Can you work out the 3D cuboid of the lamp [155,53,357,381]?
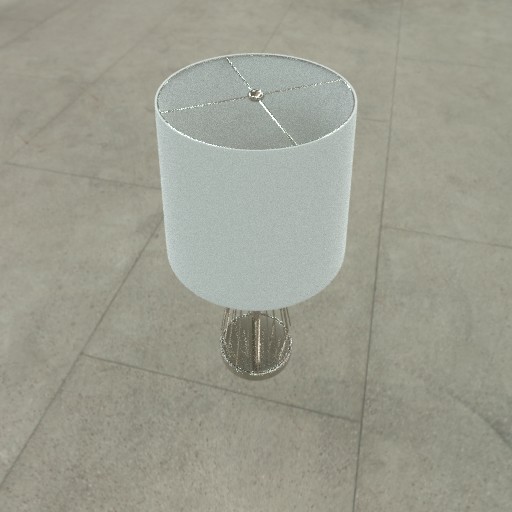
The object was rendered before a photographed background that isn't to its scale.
[{"bbox_3d":[0.000,0.000,0.791,0.303,0.618,0.303,0,47,0],"label":"lamp"}]
